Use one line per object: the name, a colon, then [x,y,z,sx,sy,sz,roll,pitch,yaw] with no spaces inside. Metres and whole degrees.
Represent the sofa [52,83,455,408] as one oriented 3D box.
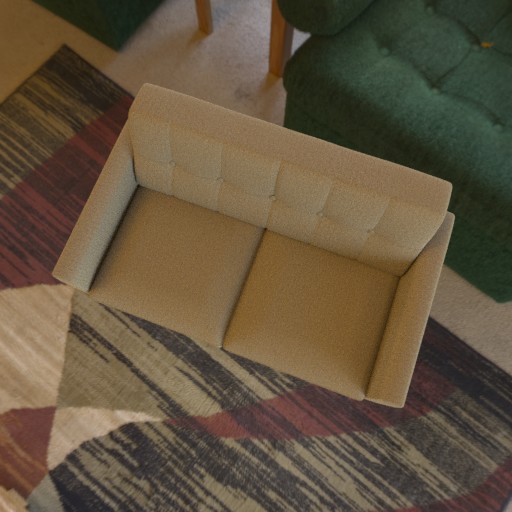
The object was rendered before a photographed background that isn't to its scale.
sofa: [0.000,0.000,2.183,1.651,0.925,0.952,20,76,5]
